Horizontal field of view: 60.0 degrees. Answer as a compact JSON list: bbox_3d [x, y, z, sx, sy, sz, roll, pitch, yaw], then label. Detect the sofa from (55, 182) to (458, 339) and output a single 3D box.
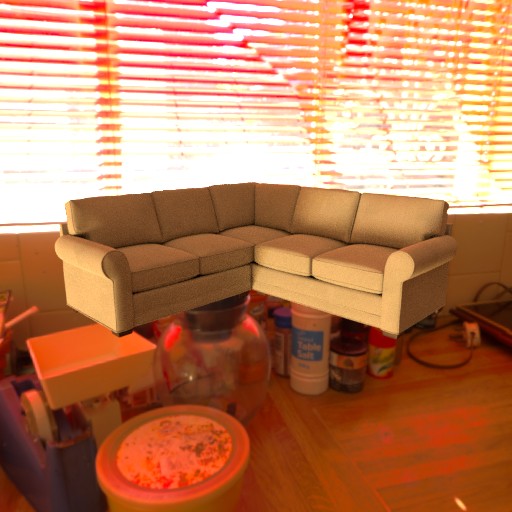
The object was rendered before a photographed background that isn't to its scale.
[{"bbox_3d":[0.000,0.000,3.852,2.562,1.053,2.487,13,19,43],"label":"sofa"}]
